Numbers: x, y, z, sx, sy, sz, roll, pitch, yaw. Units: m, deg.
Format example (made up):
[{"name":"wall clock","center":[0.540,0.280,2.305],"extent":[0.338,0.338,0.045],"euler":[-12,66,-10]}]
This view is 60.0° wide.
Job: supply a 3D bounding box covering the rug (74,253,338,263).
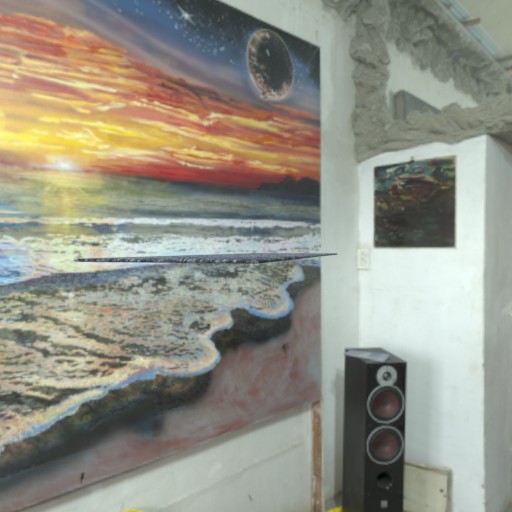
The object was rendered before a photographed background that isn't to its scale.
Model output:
[{"name":"rug","center":[0.000,0.000,2.607],"extent":[0.719,0.013,2.306],"euler":[0,1,16]}]
